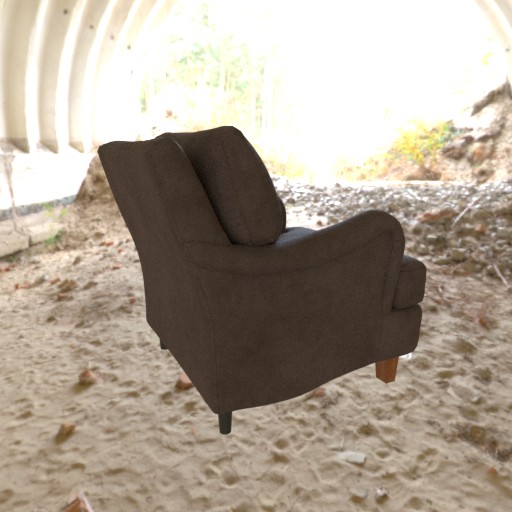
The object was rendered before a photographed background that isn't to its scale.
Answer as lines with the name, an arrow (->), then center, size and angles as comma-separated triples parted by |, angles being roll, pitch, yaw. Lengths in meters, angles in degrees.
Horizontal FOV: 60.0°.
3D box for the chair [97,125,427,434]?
chair -> 0.000, 0.000, 1.834 | 1.070, 0.997, 0.955 | -7, 15, -27
